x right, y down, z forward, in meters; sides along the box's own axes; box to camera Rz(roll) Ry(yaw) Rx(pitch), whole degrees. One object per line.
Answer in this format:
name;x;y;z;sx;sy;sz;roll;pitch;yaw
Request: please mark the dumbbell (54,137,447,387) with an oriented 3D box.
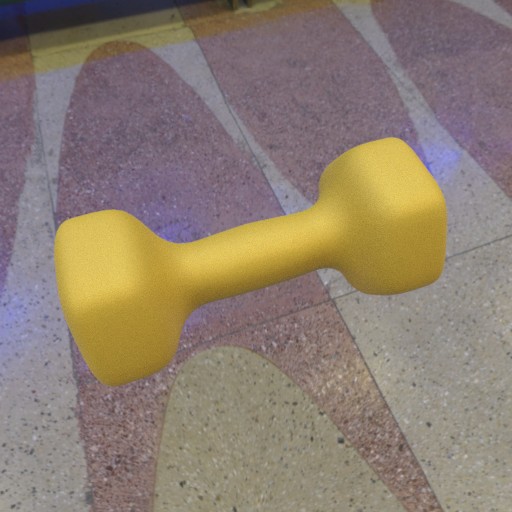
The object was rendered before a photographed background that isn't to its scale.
dumbbell;0.000;0.000;0.234;0.190;0.082;0.090;-16;59;-10
